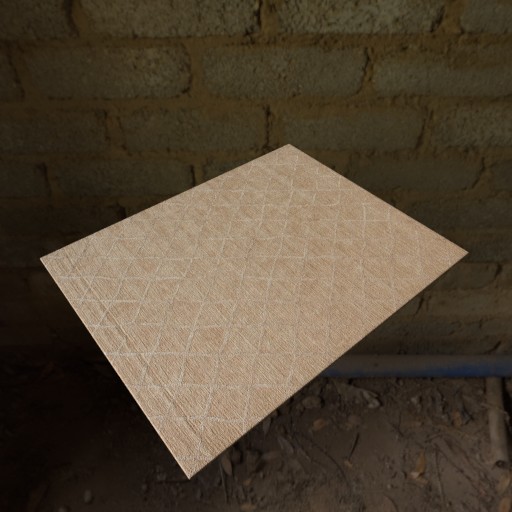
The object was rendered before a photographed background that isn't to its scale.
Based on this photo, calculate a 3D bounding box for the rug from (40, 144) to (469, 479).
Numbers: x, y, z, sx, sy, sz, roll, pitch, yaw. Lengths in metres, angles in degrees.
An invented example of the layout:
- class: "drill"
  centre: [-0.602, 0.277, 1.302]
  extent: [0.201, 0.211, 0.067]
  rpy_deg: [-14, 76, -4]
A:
- class: "rug"
  centre: [0.000, 0.000, 4.012]
  extent: [3.039, 0.019, 2.420]
  rpy_deg: [-30, 53, -27]
